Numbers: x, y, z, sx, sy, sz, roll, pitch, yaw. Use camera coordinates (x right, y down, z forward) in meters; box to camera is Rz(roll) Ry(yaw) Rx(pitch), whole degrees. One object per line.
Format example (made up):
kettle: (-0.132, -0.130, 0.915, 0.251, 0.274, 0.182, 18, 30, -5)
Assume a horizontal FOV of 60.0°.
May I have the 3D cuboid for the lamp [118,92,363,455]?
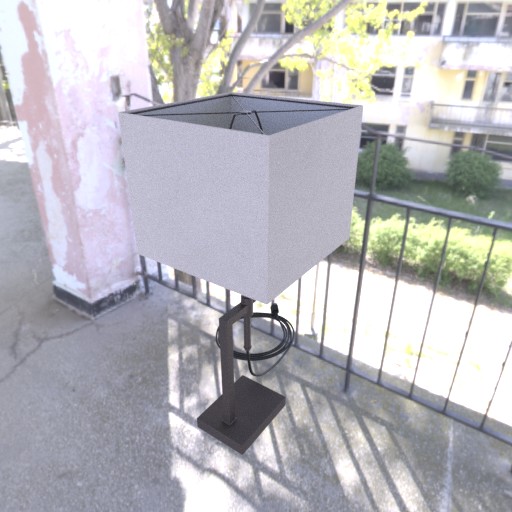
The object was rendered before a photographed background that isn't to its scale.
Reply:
lamp: (0.000, 0.000, 0.968, 0.399, 0.660, 0.504, 18, 33, 31)
